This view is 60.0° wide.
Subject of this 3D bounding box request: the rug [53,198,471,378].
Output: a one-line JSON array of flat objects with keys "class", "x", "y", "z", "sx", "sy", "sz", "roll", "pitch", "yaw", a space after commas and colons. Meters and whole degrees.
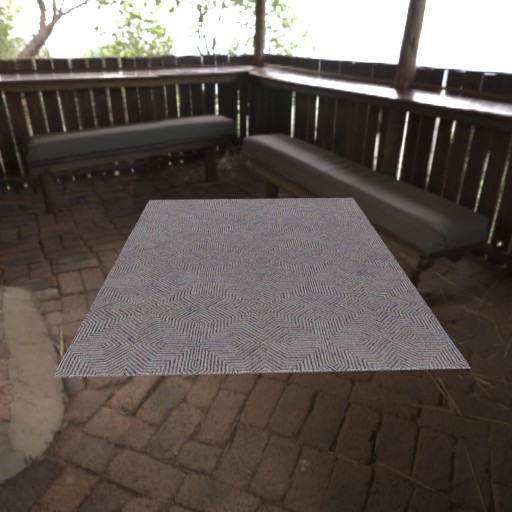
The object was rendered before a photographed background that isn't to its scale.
[{"class": "rug", "x": 0.000, "y": 0.000, "z": 3.944, "sx": 2.442, "sy": 0.008, "sz": 3.046, "roll": -1, "pitch": 27, "yaw": -2}]
